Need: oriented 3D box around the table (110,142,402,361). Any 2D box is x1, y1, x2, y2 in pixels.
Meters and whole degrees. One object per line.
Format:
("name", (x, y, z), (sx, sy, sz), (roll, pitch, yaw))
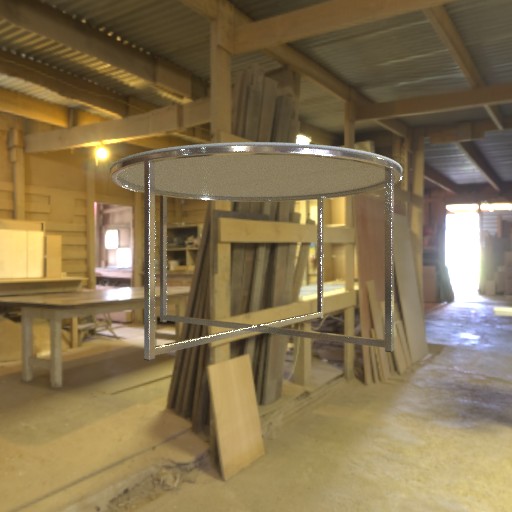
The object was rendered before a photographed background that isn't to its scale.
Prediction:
("table", (0.000, 0.000, 1.276), (0.800, 0.450, 0.800), (0, 0, 0))
